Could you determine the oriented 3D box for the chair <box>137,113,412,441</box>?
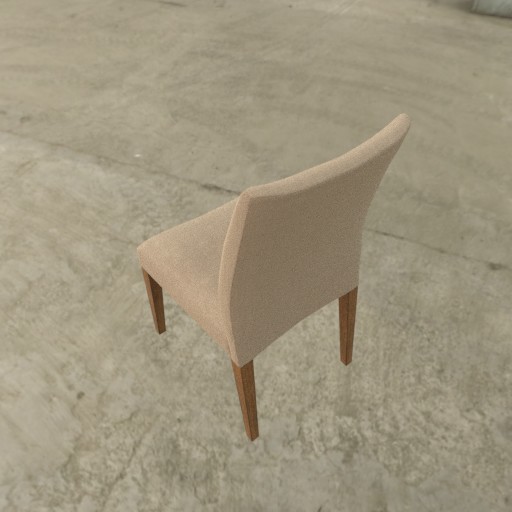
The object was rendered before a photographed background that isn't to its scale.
[{"bbox_3d":[0.000,0.000,1.279,0.496,0.940,0.585,-30,52,-26],"label":"chair"}]
